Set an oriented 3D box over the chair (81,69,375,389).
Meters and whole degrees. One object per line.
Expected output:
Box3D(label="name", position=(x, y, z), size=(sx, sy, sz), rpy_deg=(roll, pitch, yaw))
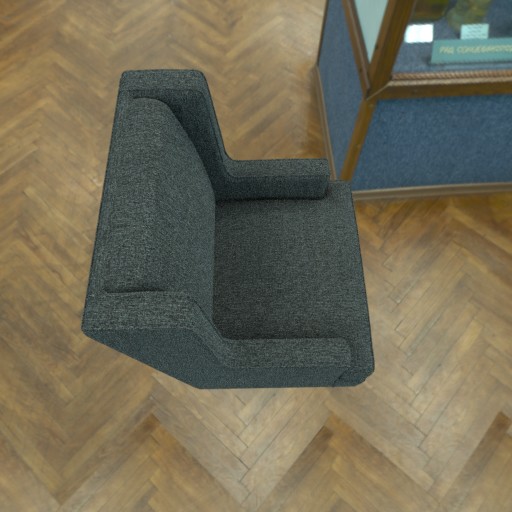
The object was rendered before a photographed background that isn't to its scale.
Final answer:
Box3D(label="chair", position=(0.000, 0.000, 1.811), size=(0.927, 1.082, 0.942), rpy_deg=(-1, 64, 0))
